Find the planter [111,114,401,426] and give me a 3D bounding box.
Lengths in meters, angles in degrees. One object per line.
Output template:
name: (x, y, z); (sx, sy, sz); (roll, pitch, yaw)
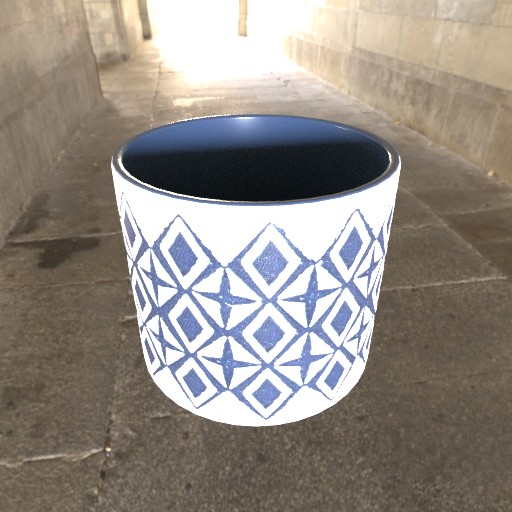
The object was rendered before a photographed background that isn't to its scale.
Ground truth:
planter: (0.000, 0.000, 0.287); (0.159, 0.144, 0.159); (0, 31, 0)
